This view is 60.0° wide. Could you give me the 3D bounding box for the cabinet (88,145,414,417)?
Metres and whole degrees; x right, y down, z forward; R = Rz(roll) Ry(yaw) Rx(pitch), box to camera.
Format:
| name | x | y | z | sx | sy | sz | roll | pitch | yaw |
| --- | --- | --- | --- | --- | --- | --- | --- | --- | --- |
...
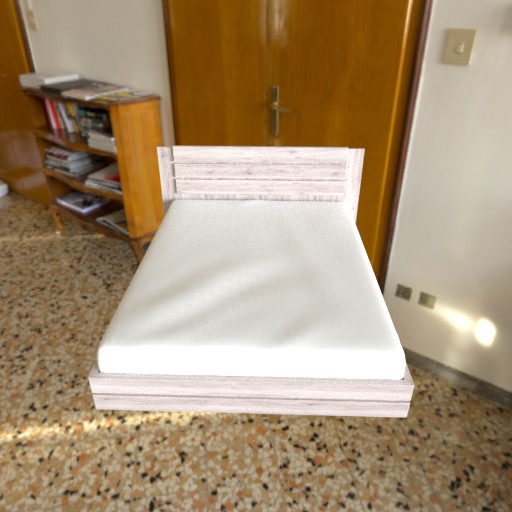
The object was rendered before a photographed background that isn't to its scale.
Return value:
| name | x | y | z | sx | sy | sz | roll | pitch | yaw |
| --- | --- | --- | --- | --- | --- | --- | --- | --- | --- |
| cabinet | 0.000 | 0.000 | 3.078 | 1.750 | 0.970 | 2.080 | 1 | 29 | 2 |
